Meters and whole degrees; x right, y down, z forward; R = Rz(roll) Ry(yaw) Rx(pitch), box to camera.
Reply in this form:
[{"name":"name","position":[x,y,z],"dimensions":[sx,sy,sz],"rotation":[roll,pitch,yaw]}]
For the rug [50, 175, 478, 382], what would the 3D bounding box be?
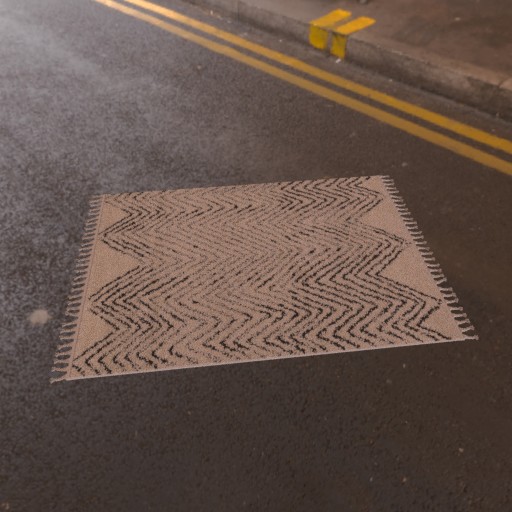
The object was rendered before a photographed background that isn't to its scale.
[{"name":"rug","position":[0.000,0.000,2.285],"dimensions":[1.847,0.014,1.230],"rotation":[-5,46,-5]}]
